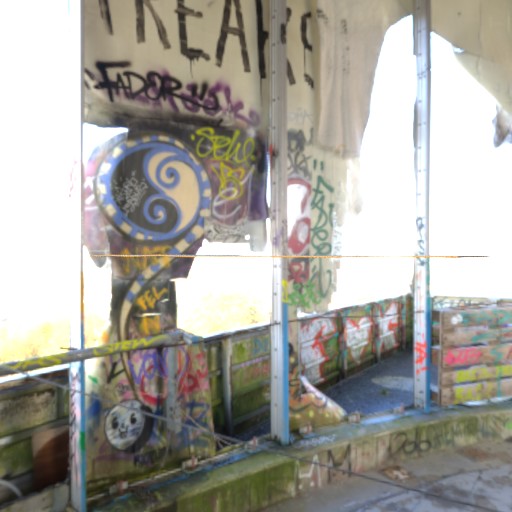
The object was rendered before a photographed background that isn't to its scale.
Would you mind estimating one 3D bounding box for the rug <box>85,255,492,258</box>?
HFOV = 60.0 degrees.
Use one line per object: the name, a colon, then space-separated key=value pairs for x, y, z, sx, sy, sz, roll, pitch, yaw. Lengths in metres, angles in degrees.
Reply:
rug: x=0.000 y=0.000 z=2.517 sx=2.294 sy=0.014 sz=0.704 roll=0 pitch=0 yaw=37
